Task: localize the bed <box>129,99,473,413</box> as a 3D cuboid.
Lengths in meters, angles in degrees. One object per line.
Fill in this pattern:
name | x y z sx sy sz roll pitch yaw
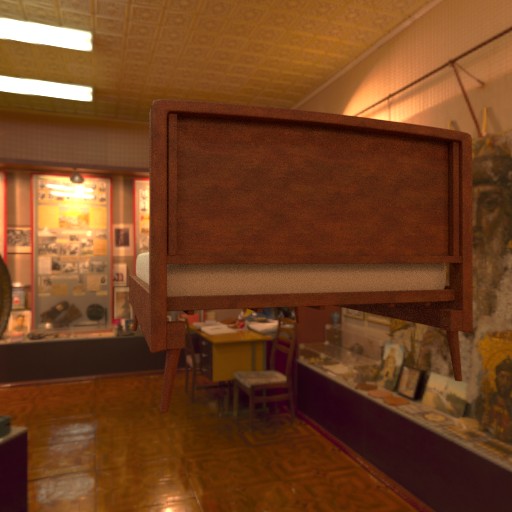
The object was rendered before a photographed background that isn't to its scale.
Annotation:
bed | 0.000 0.000 3.034 1.587 1.275 2.196 0 0 -18
